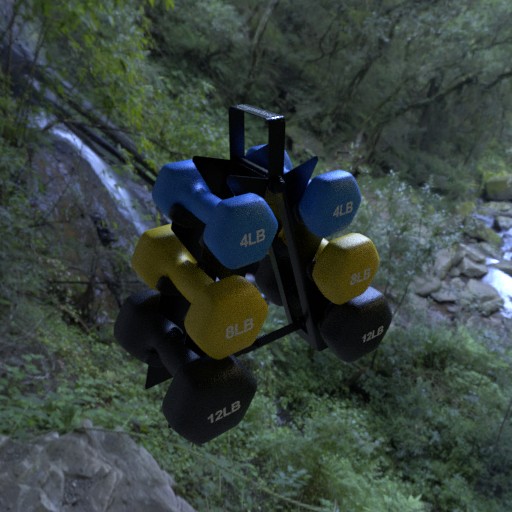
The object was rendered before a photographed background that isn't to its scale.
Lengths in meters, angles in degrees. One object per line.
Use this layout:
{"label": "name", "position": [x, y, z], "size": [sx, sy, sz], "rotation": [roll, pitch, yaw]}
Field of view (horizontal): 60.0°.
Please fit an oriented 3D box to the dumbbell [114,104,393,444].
{"label": "dumbbell", "position": [0.000, 0.000, 0.668], "size": [0.409, 0.426, 0.255], "rotation": [-19, 35, -29]}
